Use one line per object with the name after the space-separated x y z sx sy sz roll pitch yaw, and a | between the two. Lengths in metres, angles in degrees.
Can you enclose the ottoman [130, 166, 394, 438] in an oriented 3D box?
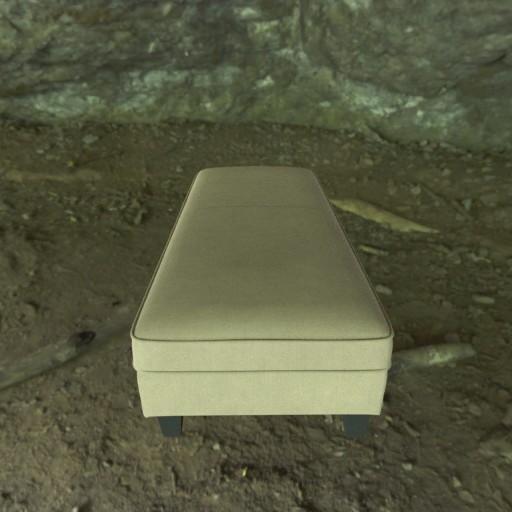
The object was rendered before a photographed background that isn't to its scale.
0.000 0.000 1.973 0.735 0.460 1.726 0 25 -1 | ottoman
